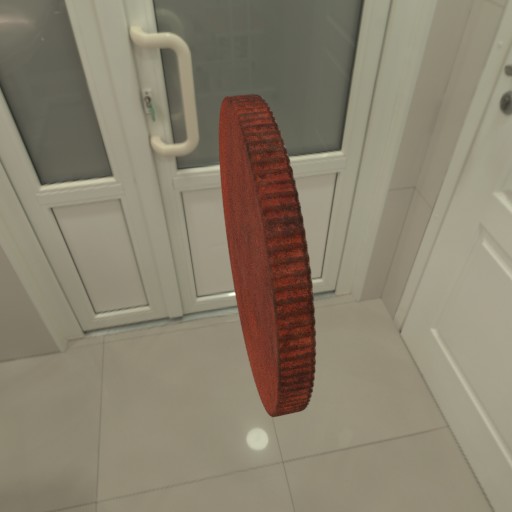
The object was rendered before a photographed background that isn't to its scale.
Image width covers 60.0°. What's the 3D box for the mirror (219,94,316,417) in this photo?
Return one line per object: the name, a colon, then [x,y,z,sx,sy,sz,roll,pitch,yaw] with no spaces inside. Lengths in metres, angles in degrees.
mirror: [0.000,0.000,0.889,0.056,0.609,0.609,-8,46,-8]
